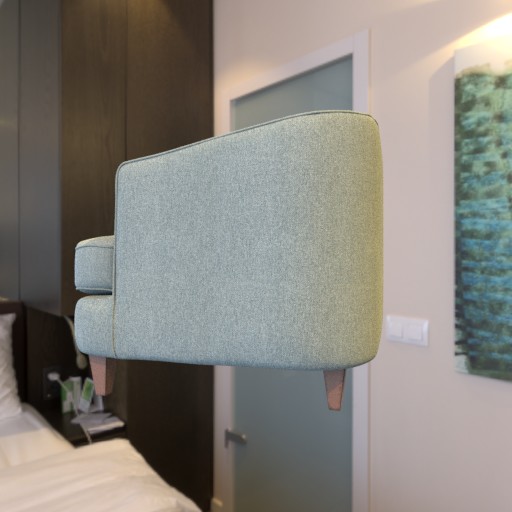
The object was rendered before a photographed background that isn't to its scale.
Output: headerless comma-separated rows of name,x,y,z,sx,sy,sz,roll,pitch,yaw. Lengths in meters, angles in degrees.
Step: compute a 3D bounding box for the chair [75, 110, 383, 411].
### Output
chair,0.000,0.000,1.724,0.945,0.852,1.094,0,1,17
